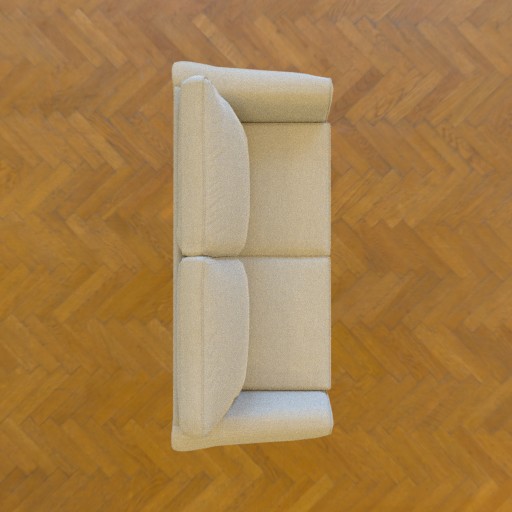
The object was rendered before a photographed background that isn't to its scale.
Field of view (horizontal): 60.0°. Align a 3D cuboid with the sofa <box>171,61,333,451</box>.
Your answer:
[{"bbox_3d":[0.000,0.000,2.830,0.980,0.965,2.270,0,90,0],"label":"sofa"}]
